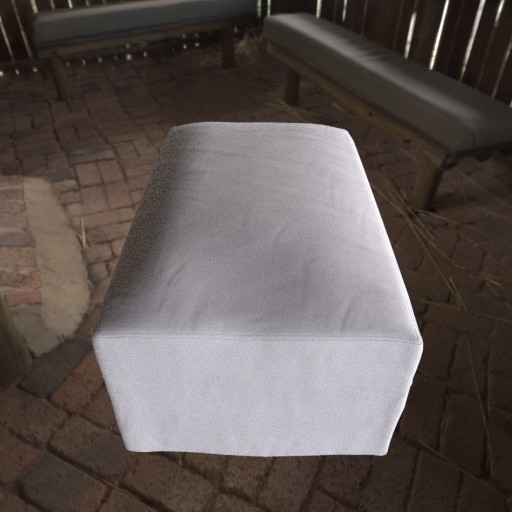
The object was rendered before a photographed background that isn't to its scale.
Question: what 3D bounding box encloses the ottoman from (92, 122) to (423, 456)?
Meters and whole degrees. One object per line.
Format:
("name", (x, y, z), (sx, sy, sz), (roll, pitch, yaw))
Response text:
("ottoman", (0.000, 0.000, 1.159), (0.590, 0.444, 0.872), (0, 40, 1))
